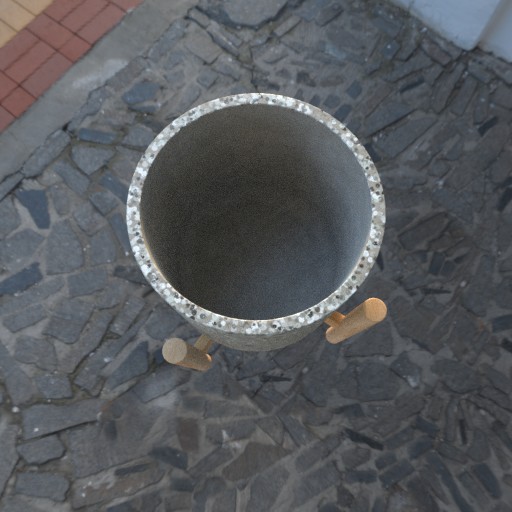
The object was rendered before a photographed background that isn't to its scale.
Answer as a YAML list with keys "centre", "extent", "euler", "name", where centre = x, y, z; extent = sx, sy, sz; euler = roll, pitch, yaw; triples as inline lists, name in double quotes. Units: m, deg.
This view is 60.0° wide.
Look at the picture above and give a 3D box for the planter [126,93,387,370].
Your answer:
- centre: [0.000, 0.000, 0.534]
  extent: [0.284, 0.320, 0.284]
  euler: [-33, 77, -9]
  name: "planter"
